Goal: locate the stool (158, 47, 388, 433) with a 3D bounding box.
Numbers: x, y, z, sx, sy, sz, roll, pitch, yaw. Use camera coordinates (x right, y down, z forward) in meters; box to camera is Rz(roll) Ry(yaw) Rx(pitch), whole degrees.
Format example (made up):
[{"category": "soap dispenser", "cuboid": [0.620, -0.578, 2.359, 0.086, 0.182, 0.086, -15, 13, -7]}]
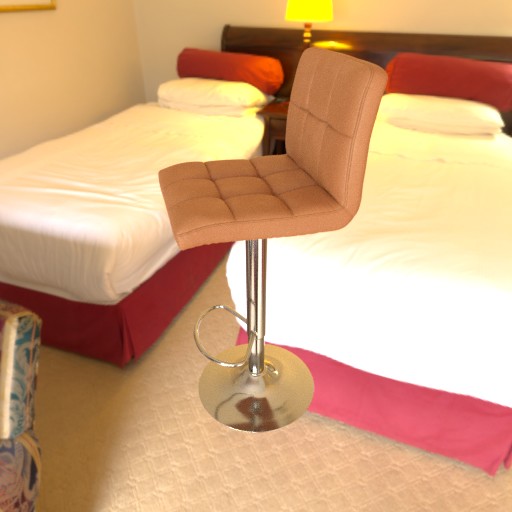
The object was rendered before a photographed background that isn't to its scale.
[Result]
[{"category": "stool", "cuboid": [0.000, 0.000, 1.351, 0.505, 1.115, 0.430, -9, 33, -14]}]
